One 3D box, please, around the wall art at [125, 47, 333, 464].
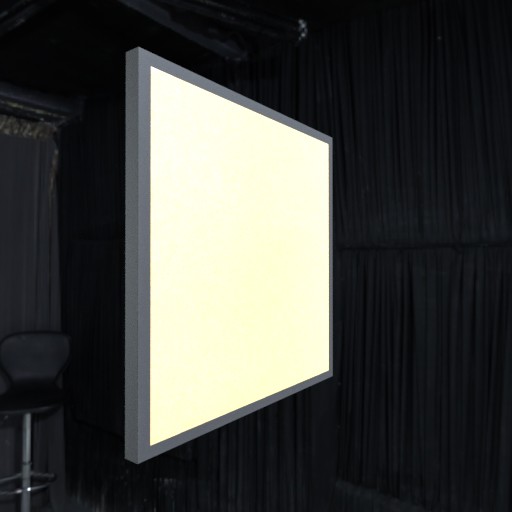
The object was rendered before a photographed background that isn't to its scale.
[{"bbox_3d":[0.000,0.000,1.122,0.037,0.760,0.762,0,-1,37],"label":"wall art"}]
